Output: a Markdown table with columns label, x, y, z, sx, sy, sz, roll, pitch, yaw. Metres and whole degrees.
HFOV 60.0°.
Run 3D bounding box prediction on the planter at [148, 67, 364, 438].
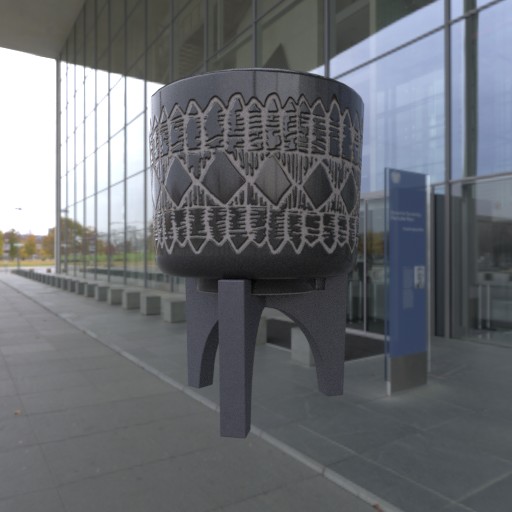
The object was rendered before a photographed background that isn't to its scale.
| label | x | y | z | sx | sy | sz | roll | pitch | yaw |
| --- | --- | --- | --- | --- | --- | --- | --- | --- | --- |
| planter | 0.000 | 0.000 | 0.271 | 0.129 | 0.177 | 0.129 | 0 | 0 | 0 |
